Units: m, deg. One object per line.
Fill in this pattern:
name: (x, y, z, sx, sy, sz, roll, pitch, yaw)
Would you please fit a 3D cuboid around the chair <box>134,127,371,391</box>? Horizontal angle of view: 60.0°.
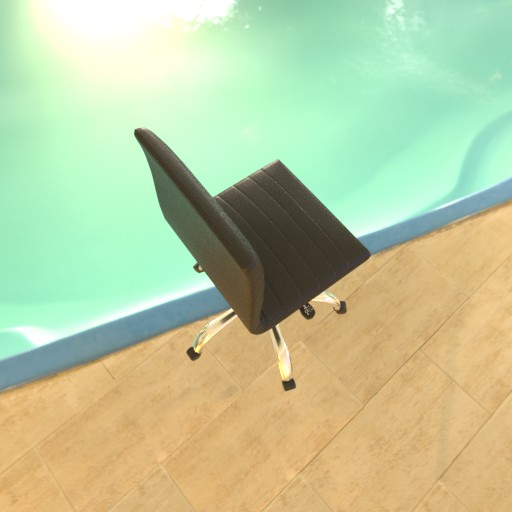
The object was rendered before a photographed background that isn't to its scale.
chair: (0.000, 0.000, 1.169, 0.530, 0.780, 0.556, -32, 65, -17)
